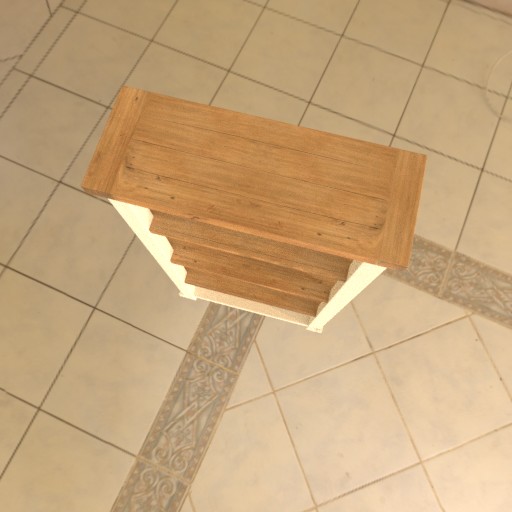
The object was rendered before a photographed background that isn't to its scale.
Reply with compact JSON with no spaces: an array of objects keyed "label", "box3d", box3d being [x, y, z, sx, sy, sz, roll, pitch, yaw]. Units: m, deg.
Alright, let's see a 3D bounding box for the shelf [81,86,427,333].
[{"label":"shelf","box3d":[0.000,0.000,2.283,1.022,1.878,0.381,14,74,4]}]
